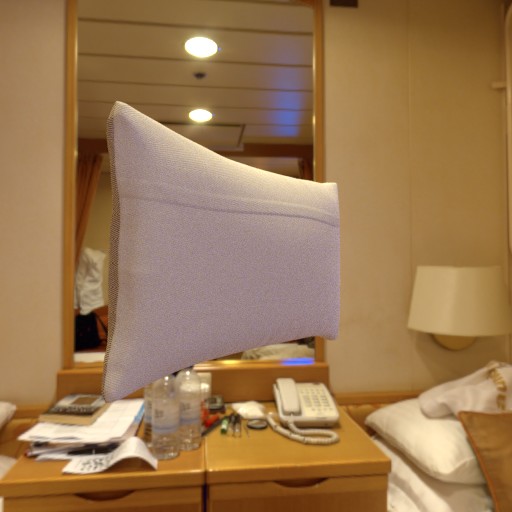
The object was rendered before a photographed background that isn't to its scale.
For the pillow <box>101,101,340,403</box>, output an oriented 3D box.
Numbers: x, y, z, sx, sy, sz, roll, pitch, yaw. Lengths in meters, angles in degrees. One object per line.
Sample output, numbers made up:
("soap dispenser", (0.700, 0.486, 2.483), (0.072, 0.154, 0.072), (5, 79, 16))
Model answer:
("pillow", (0.000, 0.000, 0.643), (0.139, 0.305, 0.506), (-1, -2, 36))
